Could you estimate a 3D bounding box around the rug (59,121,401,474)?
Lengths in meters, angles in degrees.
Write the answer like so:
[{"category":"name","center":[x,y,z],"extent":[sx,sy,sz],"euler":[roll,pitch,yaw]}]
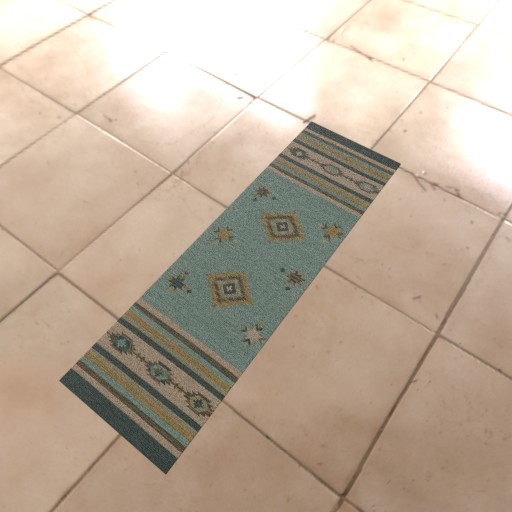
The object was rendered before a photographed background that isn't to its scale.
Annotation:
[{"category":"rug","center":[0.000,0.000,2.708],"extent":[0.744,0.010,2.441],"euler":[32,63,18]}]
